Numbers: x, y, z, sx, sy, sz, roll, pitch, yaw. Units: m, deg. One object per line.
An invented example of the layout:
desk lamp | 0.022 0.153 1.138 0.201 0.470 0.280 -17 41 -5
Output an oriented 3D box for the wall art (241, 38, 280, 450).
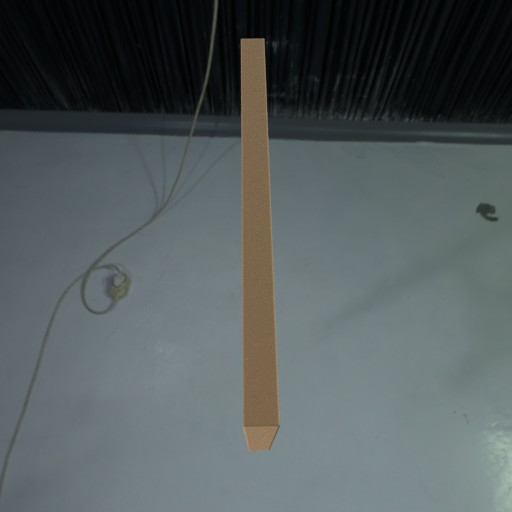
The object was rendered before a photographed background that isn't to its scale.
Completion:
wall art | 0.000 0.000 0.786 0.039 0.407 0.609 -1 63 0
